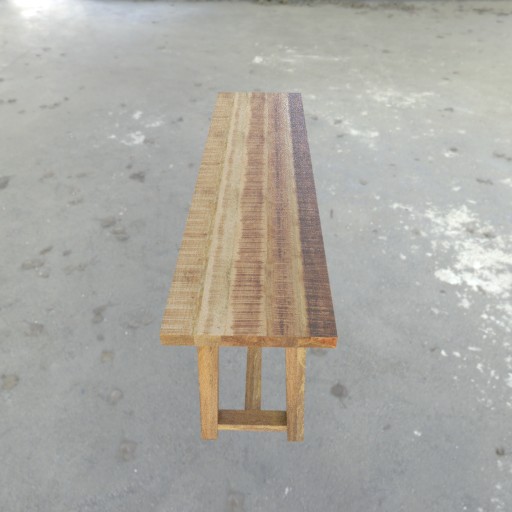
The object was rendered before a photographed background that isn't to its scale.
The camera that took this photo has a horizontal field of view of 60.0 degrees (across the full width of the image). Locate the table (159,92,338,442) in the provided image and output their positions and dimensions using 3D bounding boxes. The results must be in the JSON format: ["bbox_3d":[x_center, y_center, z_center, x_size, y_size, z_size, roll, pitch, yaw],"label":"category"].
[{"bbox_3d":[0.000,0.000,1.847,0.405,0.810,1.524,1,40,1],"label":"table"}]
